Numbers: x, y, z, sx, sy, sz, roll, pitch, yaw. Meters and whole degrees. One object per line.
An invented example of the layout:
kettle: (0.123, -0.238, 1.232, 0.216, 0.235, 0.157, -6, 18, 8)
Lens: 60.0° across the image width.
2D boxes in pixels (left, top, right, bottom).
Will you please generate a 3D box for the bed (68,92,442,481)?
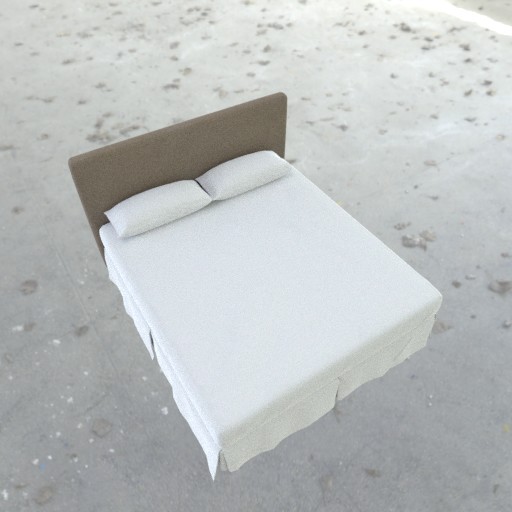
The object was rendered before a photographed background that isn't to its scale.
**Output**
bed: (0.000, 0.000, 3.594, 2.119, 1.317, 2.341, -25, 52, -22)
